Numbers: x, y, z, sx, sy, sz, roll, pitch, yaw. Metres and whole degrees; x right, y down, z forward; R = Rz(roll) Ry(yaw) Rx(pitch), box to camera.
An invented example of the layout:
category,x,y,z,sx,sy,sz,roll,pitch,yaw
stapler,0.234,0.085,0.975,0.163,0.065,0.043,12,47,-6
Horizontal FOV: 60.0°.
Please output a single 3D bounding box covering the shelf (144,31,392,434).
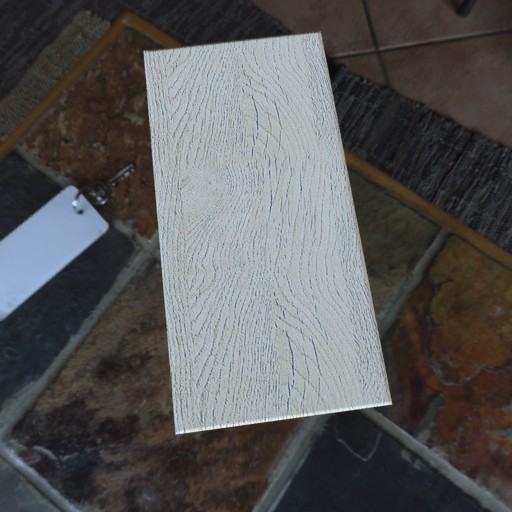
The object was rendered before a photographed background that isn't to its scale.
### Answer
category,x,y,z,sx,sy,sz,roll,pitch,yaw
shelf,0.000,0.000,1.263,0.390,0.786,0.790,-7,77,-2
